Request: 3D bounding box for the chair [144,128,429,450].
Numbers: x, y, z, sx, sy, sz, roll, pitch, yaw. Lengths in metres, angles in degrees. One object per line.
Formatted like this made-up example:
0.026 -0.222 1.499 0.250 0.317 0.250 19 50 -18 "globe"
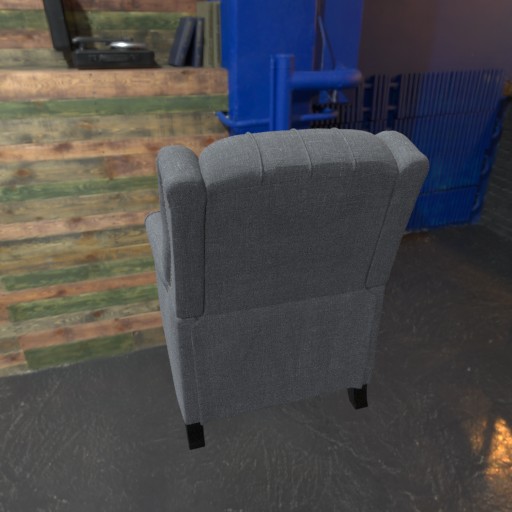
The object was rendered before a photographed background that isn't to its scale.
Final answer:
0.000 0.000 1.616 0.742 1.035 0.898 -8 28 -15 "chair"
